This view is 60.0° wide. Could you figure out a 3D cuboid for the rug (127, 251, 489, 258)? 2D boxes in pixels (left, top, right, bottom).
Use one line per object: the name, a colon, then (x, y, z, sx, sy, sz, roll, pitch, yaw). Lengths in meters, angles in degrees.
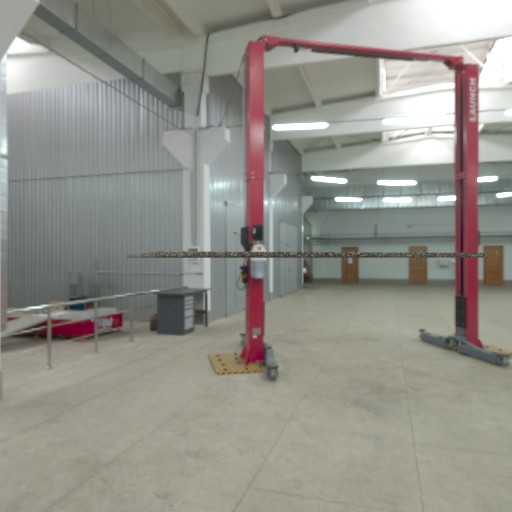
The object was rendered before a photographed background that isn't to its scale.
rug: (0.000, 0.000, 3.421, 1.802, 0.026, 2.699, 0, 0, -19)
